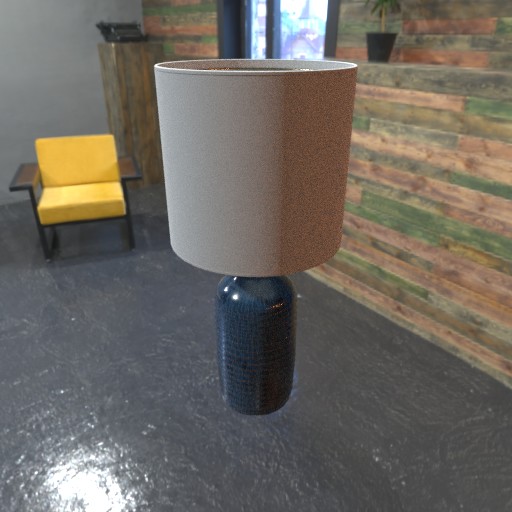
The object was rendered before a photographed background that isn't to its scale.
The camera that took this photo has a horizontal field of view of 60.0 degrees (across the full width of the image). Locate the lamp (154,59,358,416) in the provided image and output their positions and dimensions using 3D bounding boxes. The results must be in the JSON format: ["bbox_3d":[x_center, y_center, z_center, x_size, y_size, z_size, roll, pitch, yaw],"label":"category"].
[{"bbox_3d":[0.000,0.000,0.596,0.220,0.475,0.220,-18,32,-31],"label":"lamp"}]
